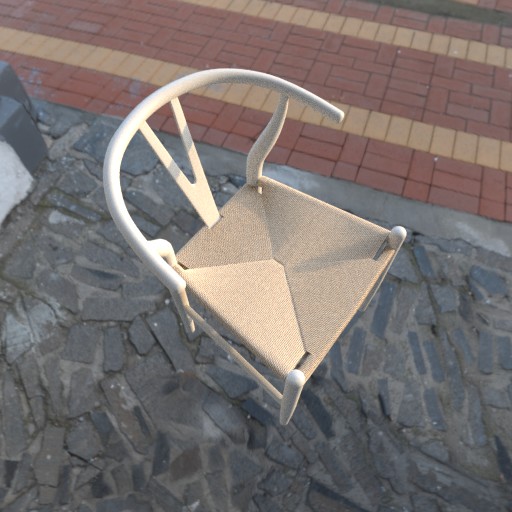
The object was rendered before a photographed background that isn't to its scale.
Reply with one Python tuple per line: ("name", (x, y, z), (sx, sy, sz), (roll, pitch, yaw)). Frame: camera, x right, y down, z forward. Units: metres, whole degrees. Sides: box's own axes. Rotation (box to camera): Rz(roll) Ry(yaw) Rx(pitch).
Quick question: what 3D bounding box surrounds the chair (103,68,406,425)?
("chair", (0.000, 0.000, 1.148), (0.579, 0.730, 0.569), (33, 64, 18))
